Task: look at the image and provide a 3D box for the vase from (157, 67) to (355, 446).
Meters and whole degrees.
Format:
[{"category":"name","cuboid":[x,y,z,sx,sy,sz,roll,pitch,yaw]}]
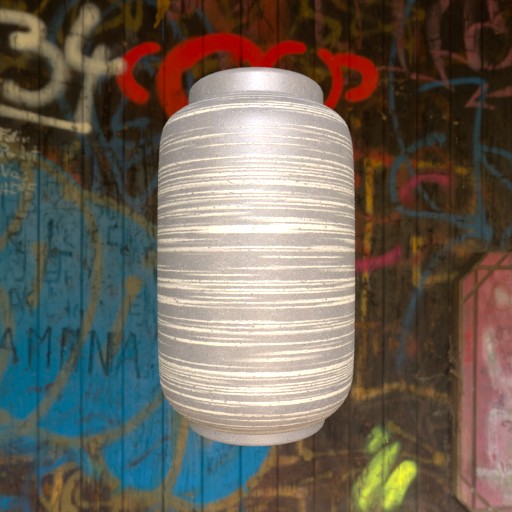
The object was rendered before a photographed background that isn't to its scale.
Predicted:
[{"category":"vase","cuboid":[0.000,0.000,0.681,0.297,0.499,0.297,0,0,0]}]
